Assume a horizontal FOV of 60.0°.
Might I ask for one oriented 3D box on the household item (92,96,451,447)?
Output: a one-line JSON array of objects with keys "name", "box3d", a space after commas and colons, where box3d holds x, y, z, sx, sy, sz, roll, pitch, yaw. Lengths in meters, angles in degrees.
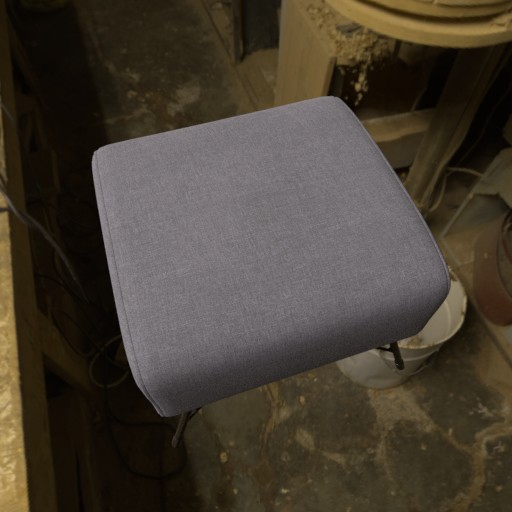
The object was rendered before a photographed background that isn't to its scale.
[{"name": "household item", "box3d": [0.000, 0.000, 0.901, 0.530, 0.410, 0.530, -16, 60, -9]}]
